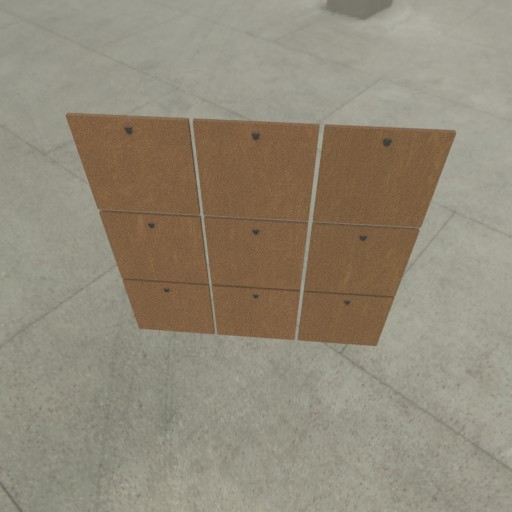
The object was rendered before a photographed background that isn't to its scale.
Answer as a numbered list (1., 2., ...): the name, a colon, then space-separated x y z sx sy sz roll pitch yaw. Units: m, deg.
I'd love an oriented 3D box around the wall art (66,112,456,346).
1. wall art: 0.000 0.000 1.370 0.915 0.913 0.018 4 47 3
